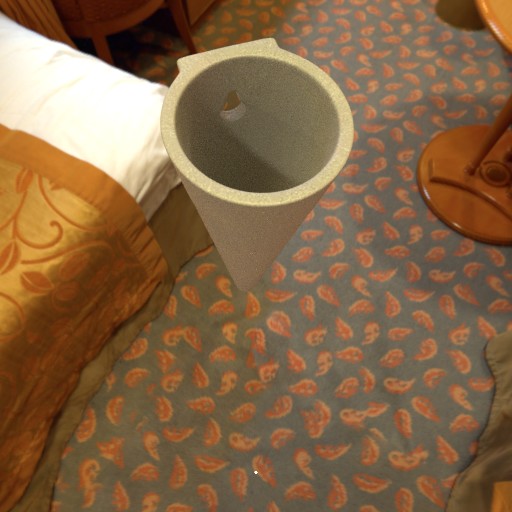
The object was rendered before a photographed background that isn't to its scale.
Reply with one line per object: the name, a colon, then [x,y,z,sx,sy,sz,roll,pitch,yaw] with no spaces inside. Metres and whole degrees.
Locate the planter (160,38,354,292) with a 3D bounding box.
planter: [0.000,0.000,0.219,0.057,0.191,0.064,-17,65,-8]
